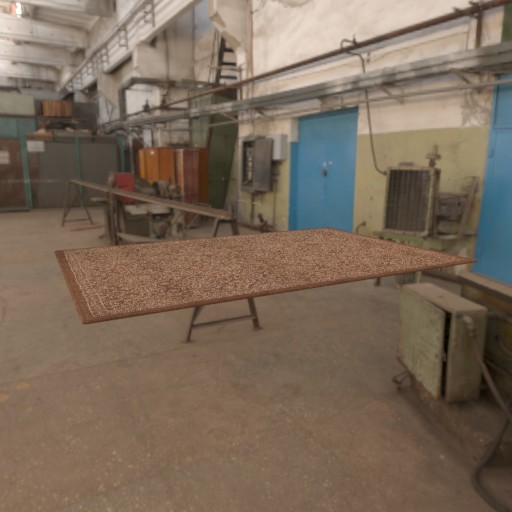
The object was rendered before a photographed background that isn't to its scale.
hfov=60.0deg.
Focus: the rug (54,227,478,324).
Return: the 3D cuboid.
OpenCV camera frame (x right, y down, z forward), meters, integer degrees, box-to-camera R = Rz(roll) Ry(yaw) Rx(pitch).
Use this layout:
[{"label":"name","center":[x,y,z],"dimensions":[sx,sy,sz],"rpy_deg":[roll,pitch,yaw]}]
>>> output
[{"label":"rug","center":[0.000,0.000,2.285],"dimensions":[1.829,0.010,1.219],"rpy_deg":[-6,14,-27]}]
